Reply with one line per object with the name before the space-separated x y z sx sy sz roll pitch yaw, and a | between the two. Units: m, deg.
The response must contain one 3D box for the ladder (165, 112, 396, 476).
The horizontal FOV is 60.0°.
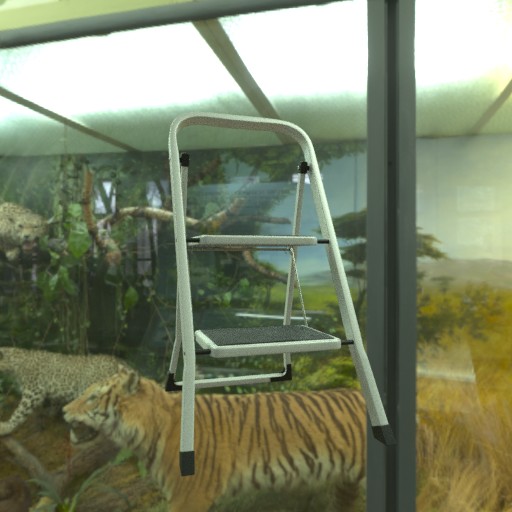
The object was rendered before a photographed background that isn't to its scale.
ladder | 0.000 0.000 1.141 0.460 0.810 0.544 0 0 -18
